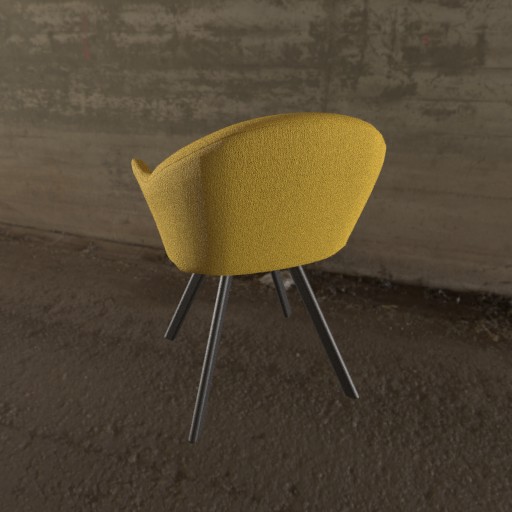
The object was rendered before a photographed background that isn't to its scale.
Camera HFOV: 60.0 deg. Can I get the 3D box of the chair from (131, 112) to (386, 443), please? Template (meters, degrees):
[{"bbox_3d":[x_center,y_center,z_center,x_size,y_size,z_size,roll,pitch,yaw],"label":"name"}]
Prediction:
[{"bbox_3d":[0.000,0.000,1.147,0.545,0.775,0.565,-9,27,-17],"label":"chair"}]
